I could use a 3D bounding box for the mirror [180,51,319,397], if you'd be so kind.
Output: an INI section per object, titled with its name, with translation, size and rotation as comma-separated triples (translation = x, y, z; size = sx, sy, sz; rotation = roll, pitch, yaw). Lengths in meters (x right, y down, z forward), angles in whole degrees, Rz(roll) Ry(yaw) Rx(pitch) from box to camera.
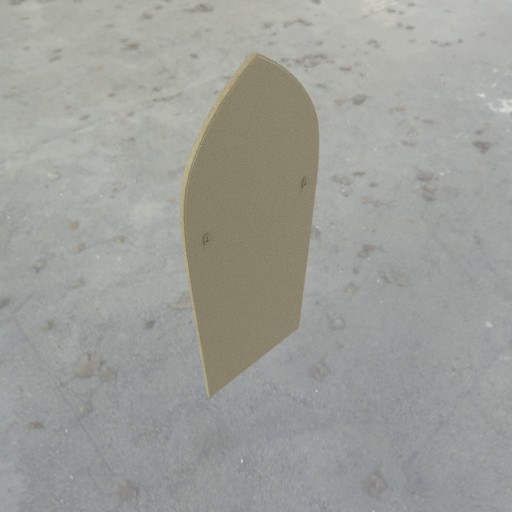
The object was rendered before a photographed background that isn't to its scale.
[mirror]
translation = 0.000, 0.000, 1.305
size = 0.464, 1.175, 0.025
rotation = -33, 55, -27
